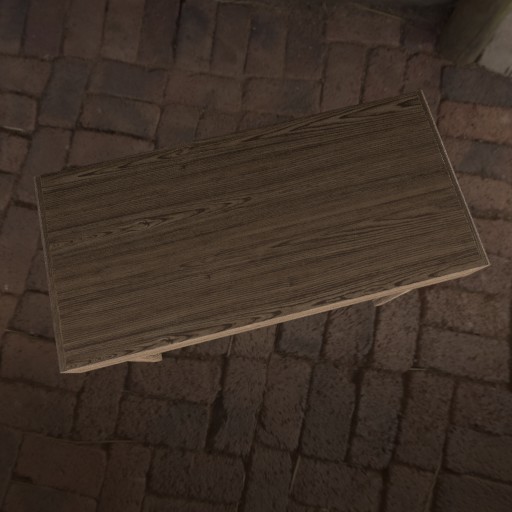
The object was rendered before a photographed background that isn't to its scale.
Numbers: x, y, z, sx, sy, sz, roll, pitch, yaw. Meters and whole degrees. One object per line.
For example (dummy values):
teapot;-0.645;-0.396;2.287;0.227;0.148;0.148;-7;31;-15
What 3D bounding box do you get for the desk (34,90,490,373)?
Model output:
desk;0.000;0.000;1.481;1.067;0.755;0.508;-14;76;-3
